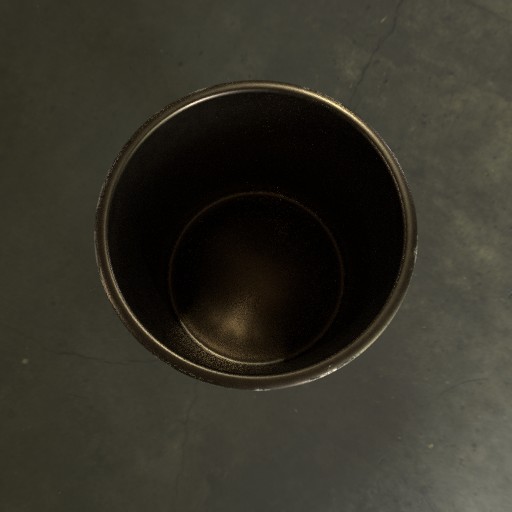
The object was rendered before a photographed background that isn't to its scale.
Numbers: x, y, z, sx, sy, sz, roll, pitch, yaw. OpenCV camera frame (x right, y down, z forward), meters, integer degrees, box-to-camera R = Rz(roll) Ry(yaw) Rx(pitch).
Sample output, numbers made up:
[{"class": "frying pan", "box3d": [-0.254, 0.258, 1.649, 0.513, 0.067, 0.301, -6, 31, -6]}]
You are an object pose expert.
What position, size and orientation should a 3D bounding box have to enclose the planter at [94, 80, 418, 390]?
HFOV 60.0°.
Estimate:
[{"class": "planter", "box3d": [0.000, 0.000, 0.393, 0.221, 0.201, 0.221, 0, 77, 0]}]
